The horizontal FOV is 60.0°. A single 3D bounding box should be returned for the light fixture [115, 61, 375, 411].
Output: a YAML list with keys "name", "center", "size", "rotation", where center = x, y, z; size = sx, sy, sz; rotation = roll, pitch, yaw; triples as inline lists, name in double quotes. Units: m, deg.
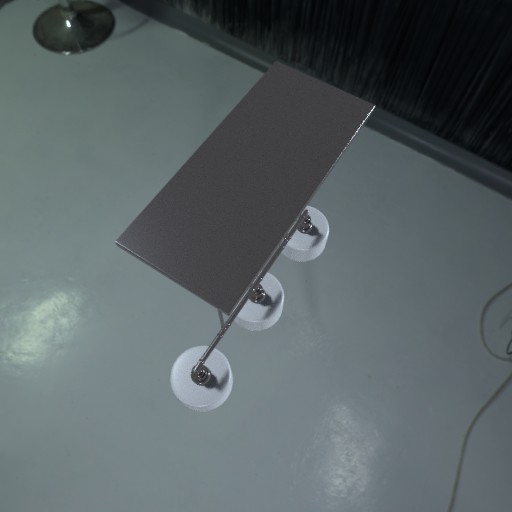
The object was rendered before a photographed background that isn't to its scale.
- name: "light fixture"
  center: [0.000, 0.000, 0.867]
  size: [0.177, 0.557, 0.582]
  rotation: [30, 68, 14]
